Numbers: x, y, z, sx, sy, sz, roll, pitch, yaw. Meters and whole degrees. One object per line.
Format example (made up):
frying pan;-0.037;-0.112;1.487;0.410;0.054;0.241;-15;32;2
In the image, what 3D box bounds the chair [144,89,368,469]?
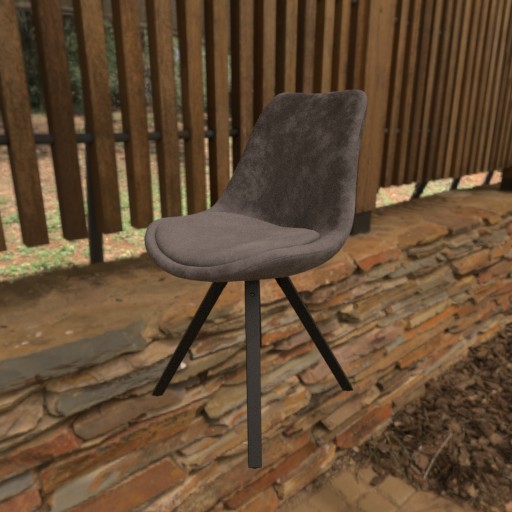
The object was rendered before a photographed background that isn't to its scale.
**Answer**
chair;0.000;0.000;1.194;0.485;0.850;0.550;16;24;42
